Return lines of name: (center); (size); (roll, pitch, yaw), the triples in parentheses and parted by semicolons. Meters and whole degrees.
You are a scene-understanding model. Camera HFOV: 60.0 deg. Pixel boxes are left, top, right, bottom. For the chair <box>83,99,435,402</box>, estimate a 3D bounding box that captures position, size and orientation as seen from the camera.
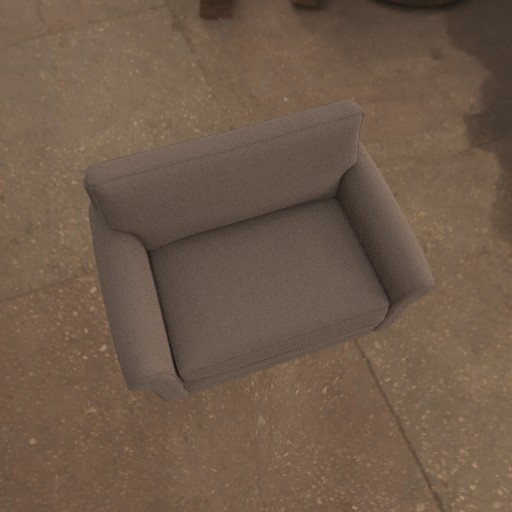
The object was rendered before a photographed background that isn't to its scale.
chair: (0.000, 0.000, 2.092); (1.390, 0.930, 0.930); (-17, 65, -8)
